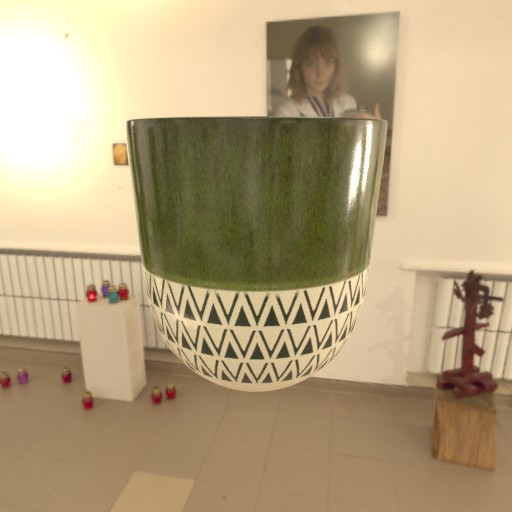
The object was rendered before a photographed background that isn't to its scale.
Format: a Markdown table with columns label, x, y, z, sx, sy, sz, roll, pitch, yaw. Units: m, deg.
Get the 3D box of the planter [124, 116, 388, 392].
| label | x | y | z | sx | sy | sz | roll | pitch | yaw |
| --- | --- | --- | --- | --- | --- | --- | --- | --- | --- |
| planter | 0.000 | 0.000 | 0.464 | 0.245 | 0.270 | 0.245 | 0 | 15 | 0 |
